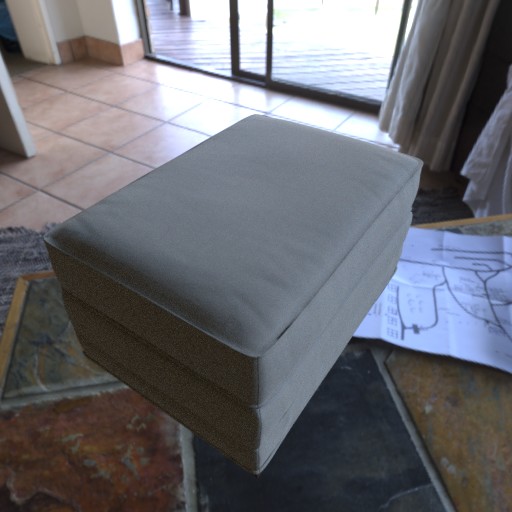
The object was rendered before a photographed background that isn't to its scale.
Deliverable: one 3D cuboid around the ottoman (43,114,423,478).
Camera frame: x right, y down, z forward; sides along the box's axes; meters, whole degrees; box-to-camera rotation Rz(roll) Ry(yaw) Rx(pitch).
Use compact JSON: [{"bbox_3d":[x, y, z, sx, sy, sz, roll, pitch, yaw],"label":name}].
[{"bbox_3d":[0.000,0.000,1.211,0.611,0.482,0.848,24,46,26],"label":"ottoman"}]
